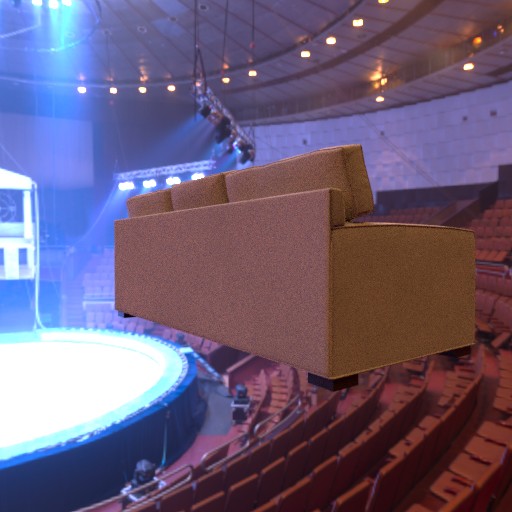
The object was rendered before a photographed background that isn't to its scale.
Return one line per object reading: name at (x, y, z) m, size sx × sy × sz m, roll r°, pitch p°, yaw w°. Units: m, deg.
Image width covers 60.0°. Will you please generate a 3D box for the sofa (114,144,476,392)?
sofa at (0.000, 0.000, 2.549) m, size 0.935 × 0.862 × 2.088 m, roll -1°, pitch 1°, yaw -37°
